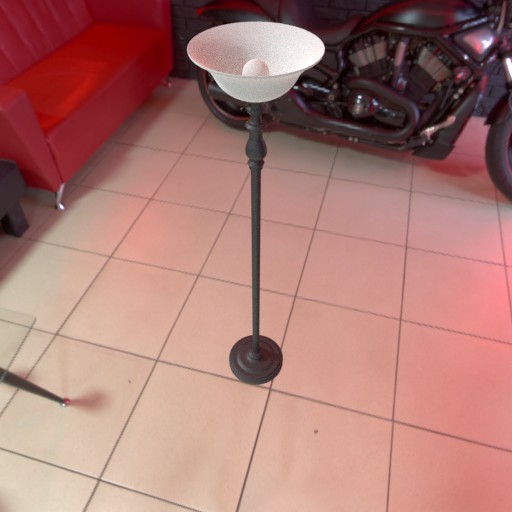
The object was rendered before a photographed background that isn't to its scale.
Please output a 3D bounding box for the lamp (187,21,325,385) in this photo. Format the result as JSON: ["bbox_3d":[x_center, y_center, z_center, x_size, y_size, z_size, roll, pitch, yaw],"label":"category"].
[{"bbox_3d":[0.000,0.000,1.960,0.405,1.797,0.405,-33,54,-27],"label":"lamp"}]
